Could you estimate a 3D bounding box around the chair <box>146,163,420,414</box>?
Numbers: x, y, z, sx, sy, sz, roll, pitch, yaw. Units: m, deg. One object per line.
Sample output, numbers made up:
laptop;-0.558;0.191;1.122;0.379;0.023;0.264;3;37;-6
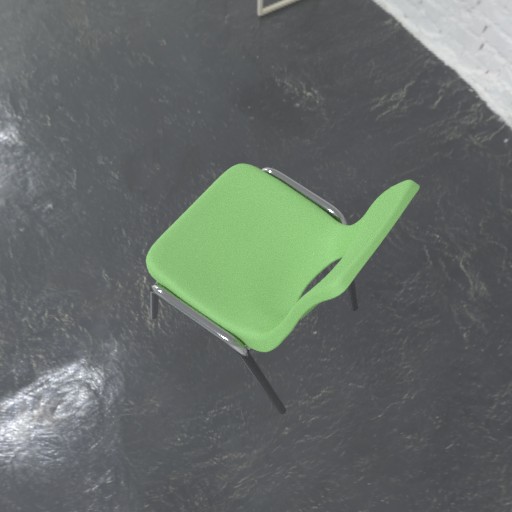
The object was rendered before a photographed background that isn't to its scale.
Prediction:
chair;0.000;0.000;0.916;0.436;0.653;0.381;34;68;16
